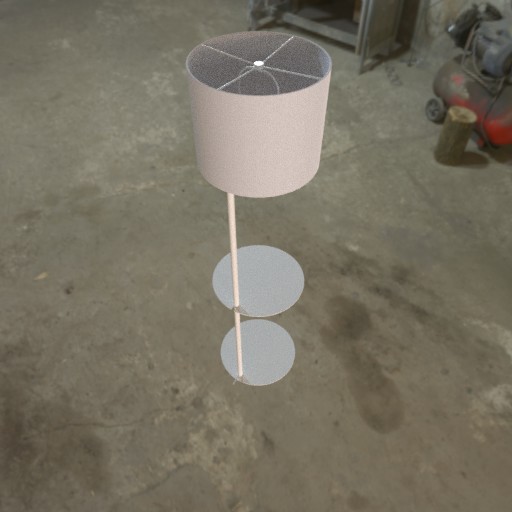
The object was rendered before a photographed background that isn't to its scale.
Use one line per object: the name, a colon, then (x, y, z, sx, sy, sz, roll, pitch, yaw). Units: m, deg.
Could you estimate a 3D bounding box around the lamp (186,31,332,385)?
lamp: (0.000, 0.000, 1.668, 0.372, 1.465, 0.405, 25, 52, 21)
